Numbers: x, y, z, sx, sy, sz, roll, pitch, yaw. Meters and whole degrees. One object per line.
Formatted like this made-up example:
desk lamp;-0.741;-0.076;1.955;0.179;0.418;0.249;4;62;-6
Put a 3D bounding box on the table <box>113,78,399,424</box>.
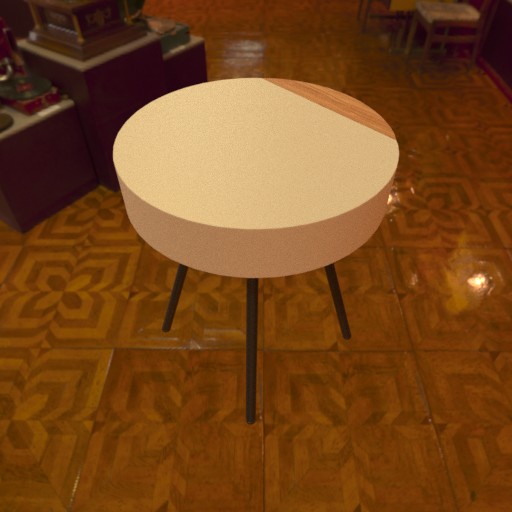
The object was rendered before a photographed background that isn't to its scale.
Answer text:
table;0.000;0.000;0.872;0.450;0.525;0.450;0;45;0
